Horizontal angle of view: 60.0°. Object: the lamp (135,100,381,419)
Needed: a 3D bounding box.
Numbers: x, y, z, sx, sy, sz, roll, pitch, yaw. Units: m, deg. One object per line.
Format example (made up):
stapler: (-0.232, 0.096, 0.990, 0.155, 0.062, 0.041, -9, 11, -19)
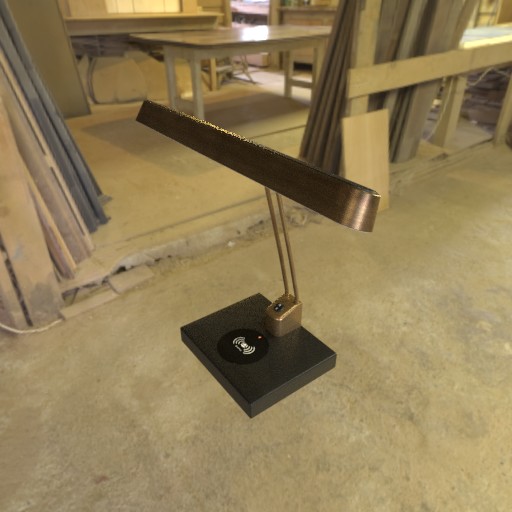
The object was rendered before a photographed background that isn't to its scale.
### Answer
lamp: (0.000, 0.000, 0.585, 0.156, 0.345, 0.412, -21, 37, -31)
